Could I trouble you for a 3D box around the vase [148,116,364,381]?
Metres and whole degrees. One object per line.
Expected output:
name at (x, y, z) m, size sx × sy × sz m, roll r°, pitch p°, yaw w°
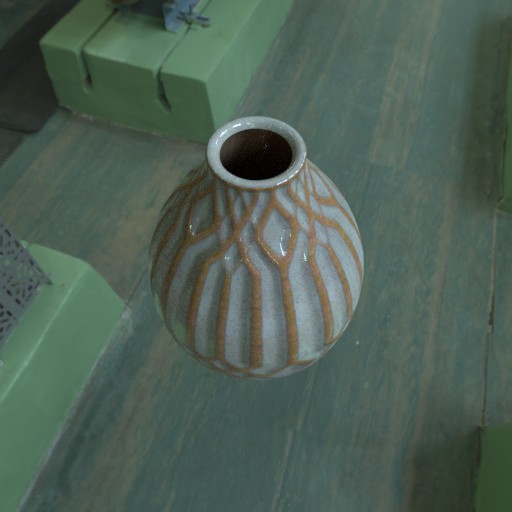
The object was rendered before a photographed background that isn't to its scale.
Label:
vase at (0.000, 0.000, 0.266) m, size 0.131 × 0.175 × 0.131 m, roll 0°, pitch 58°, yaw 0°
